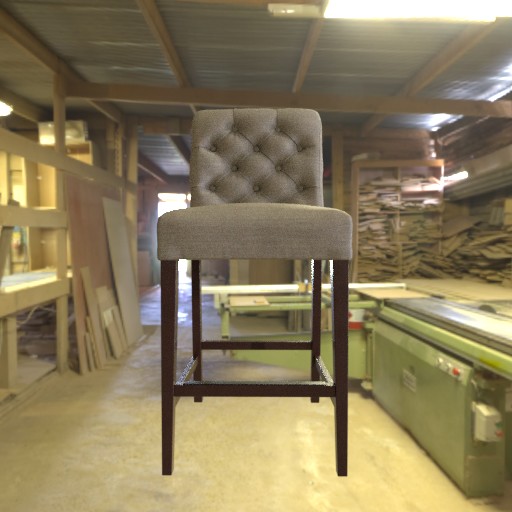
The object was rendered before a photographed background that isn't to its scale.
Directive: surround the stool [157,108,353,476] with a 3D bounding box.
[{"bbox_3d":[0.000,0.000,1.406,0.486,1.084,0.660,0,2,1],"label":"stool"}]
